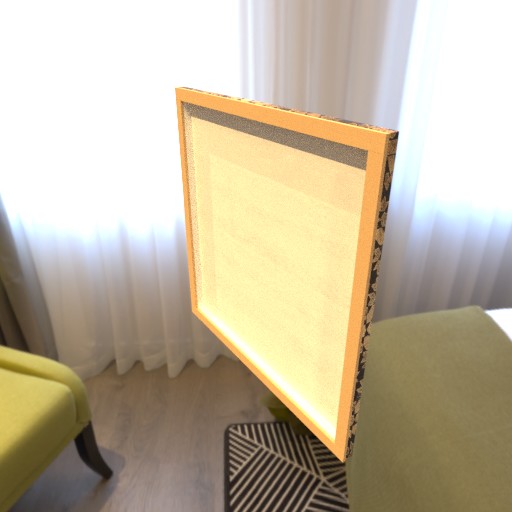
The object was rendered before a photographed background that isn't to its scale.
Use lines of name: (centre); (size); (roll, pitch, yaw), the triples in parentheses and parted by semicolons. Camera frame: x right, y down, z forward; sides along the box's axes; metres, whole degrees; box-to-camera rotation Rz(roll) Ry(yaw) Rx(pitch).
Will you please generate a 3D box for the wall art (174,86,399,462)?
wall art: (0.000, 0.000, 1.382); (0.038, 0.914, 0.914); (-18, 32, -31)
